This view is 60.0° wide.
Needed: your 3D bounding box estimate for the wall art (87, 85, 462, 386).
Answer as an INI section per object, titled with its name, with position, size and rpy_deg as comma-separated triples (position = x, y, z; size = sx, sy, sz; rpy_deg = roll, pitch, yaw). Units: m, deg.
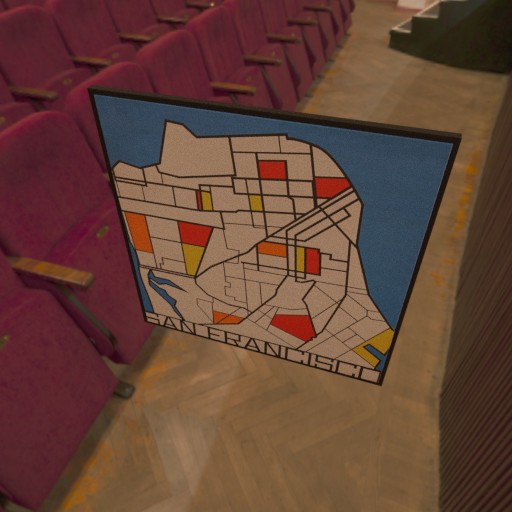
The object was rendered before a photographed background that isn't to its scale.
[wall art]
position = 0.000, 0.000, 0.671
size = 0.458, 0.457, 0.013
rpy_deg = 12, 42, 14
